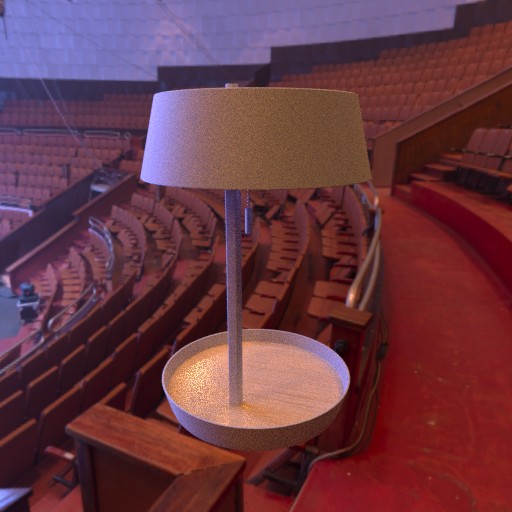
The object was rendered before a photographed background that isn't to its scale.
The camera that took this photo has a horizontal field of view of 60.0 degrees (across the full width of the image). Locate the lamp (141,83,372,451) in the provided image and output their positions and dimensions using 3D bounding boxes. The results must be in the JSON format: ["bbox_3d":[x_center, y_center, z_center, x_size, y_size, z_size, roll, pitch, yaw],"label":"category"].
[{"bbox_3d":[0.000,0.000,0.605,0.291,0.429,0.291,0,16,0],"label":"lamp"}]
